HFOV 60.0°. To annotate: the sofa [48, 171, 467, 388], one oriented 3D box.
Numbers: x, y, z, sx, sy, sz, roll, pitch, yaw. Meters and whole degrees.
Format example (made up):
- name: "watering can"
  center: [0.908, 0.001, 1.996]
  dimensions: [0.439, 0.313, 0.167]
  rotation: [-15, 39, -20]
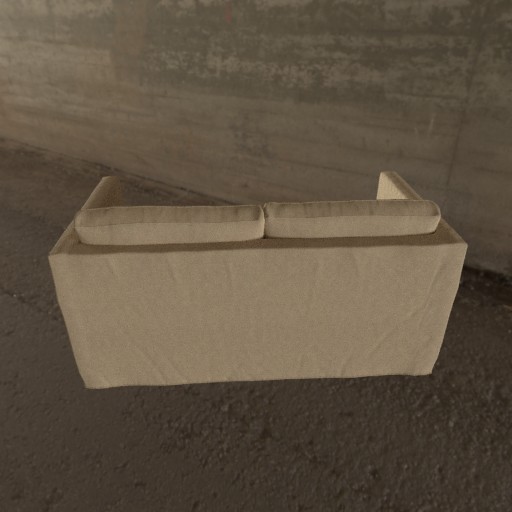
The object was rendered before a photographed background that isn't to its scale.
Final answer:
- name: "sofa"
  center: [0.000, 0.000, 2.309]
  dimensions: [1.719, 0.835, 0.962]
  rotation: [-2, 30, -3]
